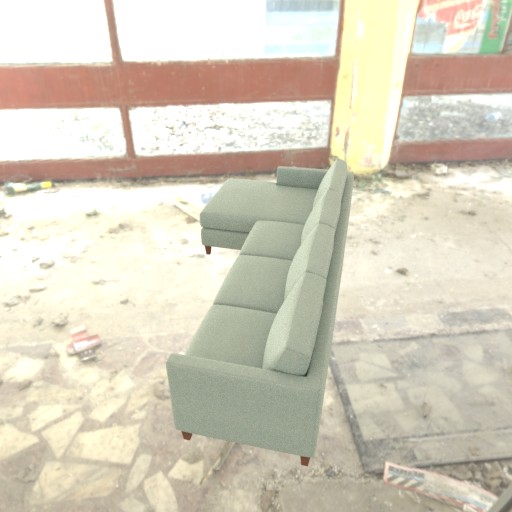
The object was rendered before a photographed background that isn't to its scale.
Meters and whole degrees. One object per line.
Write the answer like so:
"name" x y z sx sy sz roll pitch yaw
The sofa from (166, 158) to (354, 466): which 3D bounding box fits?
"sofa" 0.000 0.000 4.151 1.600 0.953 3.470 7 32 12
